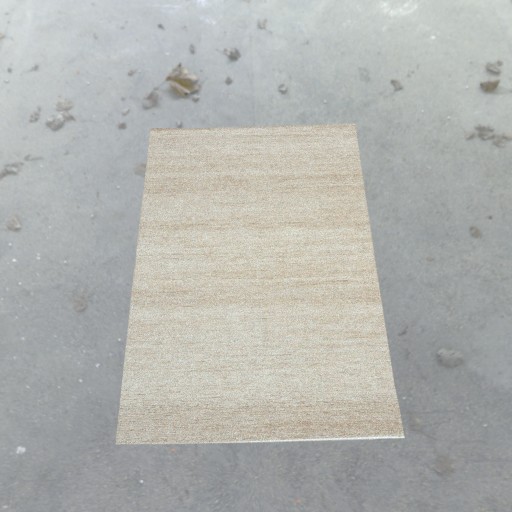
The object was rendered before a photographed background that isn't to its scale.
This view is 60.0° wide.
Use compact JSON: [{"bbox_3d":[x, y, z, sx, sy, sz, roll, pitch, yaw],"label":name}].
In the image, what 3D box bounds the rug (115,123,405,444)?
[{"bbox_3d":[0.000,0.000,2.939,1.596,0.030,2.283,-1,64,0],"label":"rug"}]
